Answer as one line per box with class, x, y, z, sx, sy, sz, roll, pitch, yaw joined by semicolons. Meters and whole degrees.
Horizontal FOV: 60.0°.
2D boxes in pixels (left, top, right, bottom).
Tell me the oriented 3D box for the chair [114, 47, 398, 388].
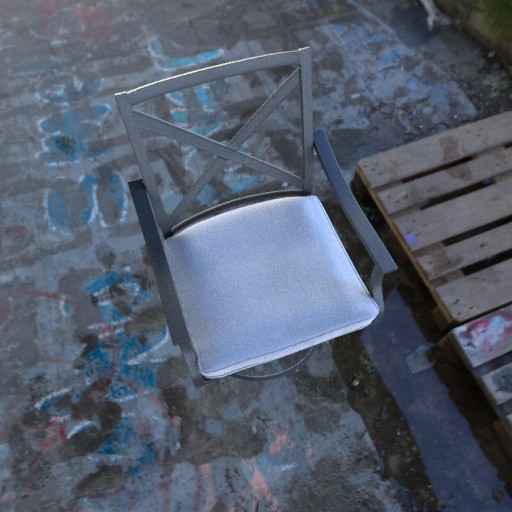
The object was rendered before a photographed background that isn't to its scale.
chair;0.000;0.000;1.325;0.575;0.889;0.620;-18;64;-9
